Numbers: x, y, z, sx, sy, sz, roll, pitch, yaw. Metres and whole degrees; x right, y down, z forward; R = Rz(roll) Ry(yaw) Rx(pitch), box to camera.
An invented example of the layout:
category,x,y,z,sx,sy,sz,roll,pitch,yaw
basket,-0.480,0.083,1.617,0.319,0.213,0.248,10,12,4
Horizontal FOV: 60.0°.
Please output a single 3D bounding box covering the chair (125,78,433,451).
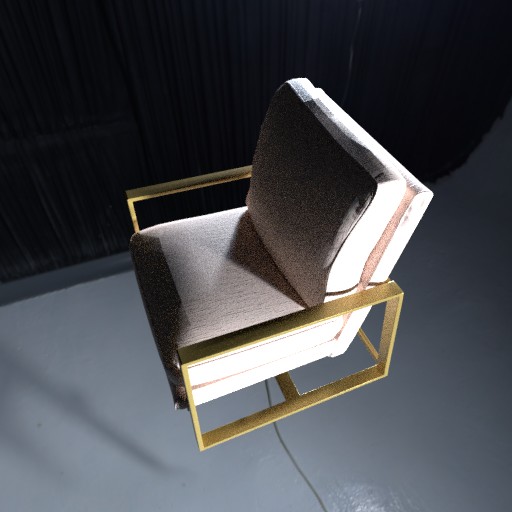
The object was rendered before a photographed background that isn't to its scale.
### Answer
category,x,y,z,sx,sy,sz,roll,pitch,yaw
chair,0.000,0.000,1.532,0.813,0.956,0.758,-16,49,-15
